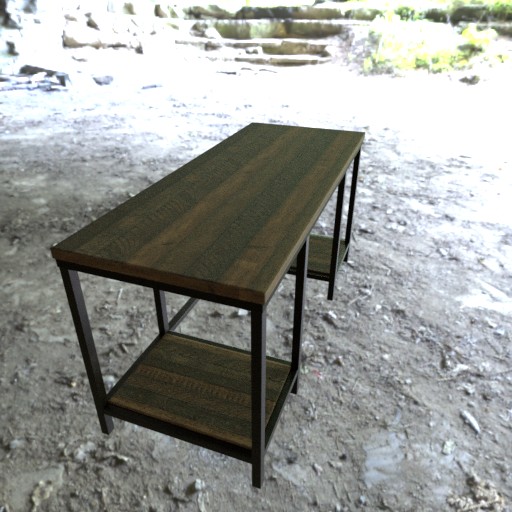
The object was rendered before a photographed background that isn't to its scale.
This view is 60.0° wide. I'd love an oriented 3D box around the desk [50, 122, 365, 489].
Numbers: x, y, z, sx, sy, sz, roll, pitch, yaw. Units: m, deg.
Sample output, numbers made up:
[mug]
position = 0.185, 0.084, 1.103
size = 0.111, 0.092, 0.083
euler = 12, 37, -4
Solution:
[desk]
position = 0.000, 0.000, 1.920
size = 0.617, 0.753, 1.538
euler = 11, 32, 18
